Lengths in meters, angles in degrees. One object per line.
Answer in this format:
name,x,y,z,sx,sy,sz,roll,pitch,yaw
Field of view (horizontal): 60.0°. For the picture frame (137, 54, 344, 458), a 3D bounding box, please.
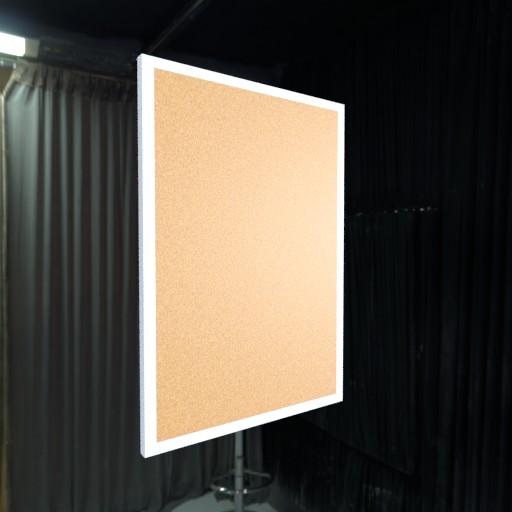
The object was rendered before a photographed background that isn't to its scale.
picture frame,0.000,0.000,0.568,0.305,0.434,0.013,-1,2,-35
